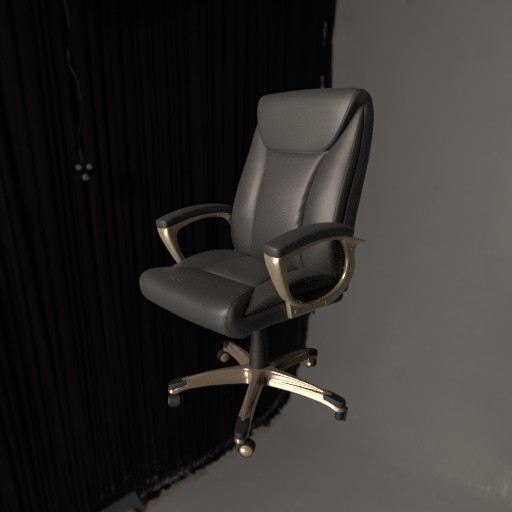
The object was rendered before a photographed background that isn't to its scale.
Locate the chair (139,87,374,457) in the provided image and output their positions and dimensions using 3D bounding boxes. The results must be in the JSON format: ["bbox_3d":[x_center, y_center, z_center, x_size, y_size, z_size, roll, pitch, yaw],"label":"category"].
[{"bbox_3d":[0.000,0.000,1.632,0.694,1.188,0.748,15,21,43],"label":"chair"}]
